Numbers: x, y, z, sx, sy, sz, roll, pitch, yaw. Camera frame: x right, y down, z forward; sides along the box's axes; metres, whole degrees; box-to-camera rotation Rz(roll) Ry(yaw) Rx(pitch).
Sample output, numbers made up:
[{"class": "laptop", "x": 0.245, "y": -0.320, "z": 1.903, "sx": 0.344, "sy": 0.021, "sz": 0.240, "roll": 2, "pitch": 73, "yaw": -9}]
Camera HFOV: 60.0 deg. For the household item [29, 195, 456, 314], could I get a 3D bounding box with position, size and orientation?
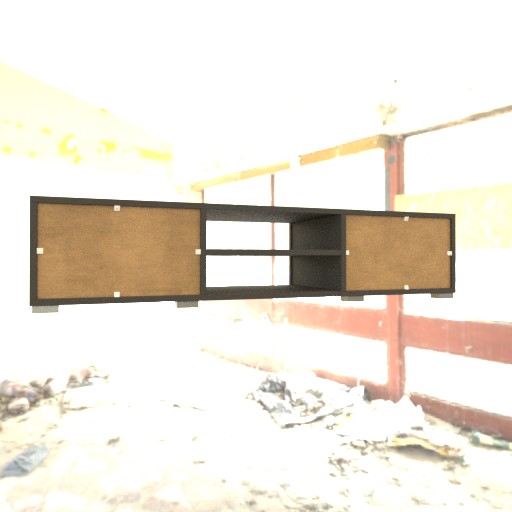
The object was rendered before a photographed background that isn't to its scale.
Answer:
[{"class": "household item", "x": 0.000, "y": 0.000, "z": 1.586, "sx": 1.400, "sy": 0.310, "sz": 0.420, "roll": 0, "pitch": 0, "yaw": -19}]
